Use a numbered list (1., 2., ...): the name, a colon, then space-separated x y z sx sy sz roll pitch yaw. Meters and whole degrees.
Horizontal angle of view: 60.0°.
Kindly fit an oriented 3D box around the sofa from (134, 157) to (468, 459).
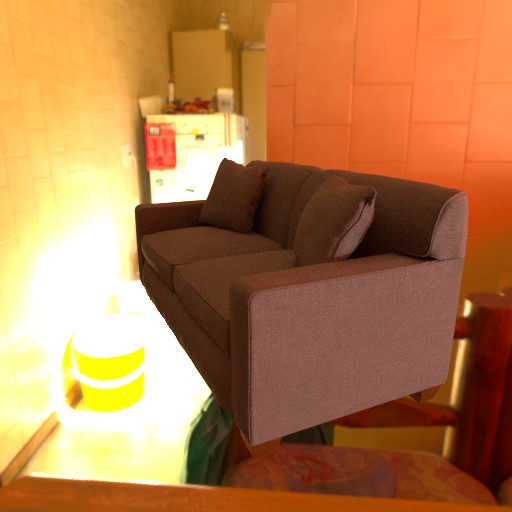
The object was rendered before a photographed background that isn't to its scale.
1. sofa: 0.000 0.000 2.396 1.000 0.958 1.846 -8 18 -25
